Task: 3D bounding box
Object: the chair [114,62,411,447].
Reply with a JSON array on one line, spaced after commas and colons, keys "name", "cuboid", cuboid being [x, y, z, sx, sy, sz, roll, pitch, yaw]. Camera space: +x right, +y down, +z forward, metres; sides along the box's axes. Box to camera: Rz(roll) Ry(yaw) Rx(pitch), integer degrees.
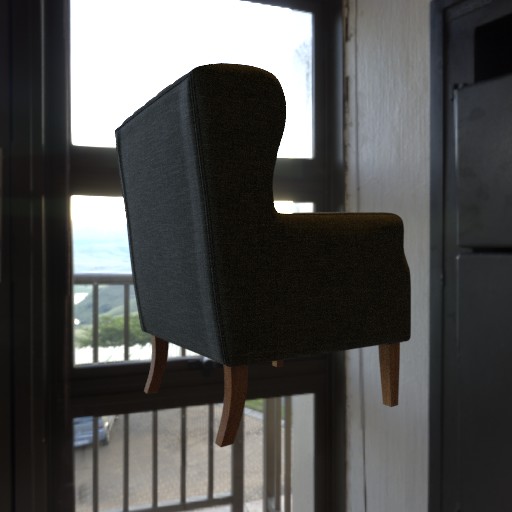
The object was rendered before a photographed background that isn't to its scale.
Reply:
[{"name": "chair", "cuboid": [0.000, 0.000, 1.486, 0.775, 0.953, 0.711, 0, 0, -34]}]
